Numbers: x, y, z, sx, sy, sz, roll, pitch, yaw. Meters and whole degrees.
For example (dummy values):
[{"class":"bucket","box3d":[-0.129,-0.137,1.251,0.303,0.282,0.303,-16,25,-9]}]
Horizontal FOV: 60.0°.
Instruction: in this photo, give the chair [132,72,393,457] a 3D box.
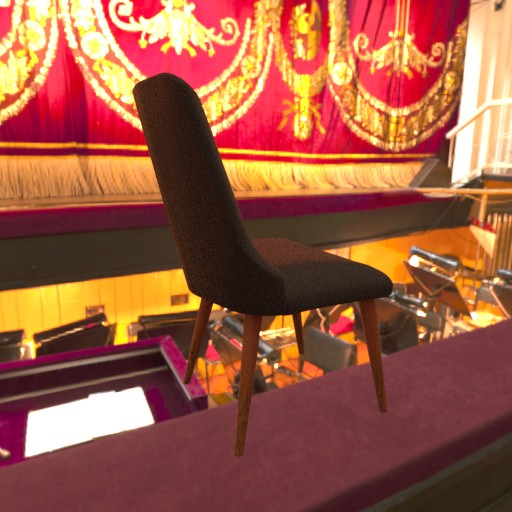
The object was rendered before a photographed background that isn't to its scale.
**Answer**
[{"class":"chair","box3d":[0.000,0.000,1.153,0.567,0.820,0.504,-7,14,-27]}]
